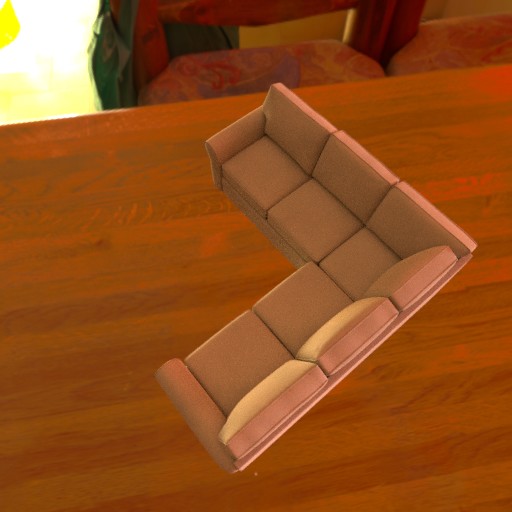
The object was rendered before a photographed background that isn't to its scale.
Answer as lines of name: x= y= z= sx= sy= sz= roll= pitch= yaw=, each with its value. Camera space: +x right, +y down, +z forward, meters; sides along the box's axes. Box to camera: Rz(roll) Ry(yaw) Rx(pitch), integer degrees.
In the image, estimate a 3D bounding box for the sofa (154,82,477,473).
sofa: x=0.000 y=0.000 z=3.922 sx=2.562 sy=1.053 sz=2.487 roll=-37 pitch=69 yaw=-16
